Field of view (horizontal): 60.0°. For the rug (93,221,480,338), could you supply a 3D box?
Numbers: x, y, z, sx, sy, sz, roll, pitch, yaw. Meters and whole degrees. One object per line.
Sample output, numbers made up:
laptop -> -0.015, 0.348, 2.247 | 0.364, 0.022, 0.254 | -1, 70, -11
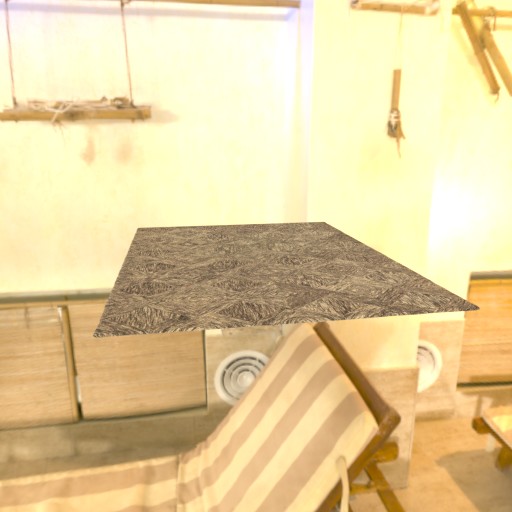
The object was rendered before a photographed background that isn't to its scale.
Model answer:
rug -> 0.000, 0.000, 4.225 | 2.448, 0.017, 3.204 | -3, 15, -10
